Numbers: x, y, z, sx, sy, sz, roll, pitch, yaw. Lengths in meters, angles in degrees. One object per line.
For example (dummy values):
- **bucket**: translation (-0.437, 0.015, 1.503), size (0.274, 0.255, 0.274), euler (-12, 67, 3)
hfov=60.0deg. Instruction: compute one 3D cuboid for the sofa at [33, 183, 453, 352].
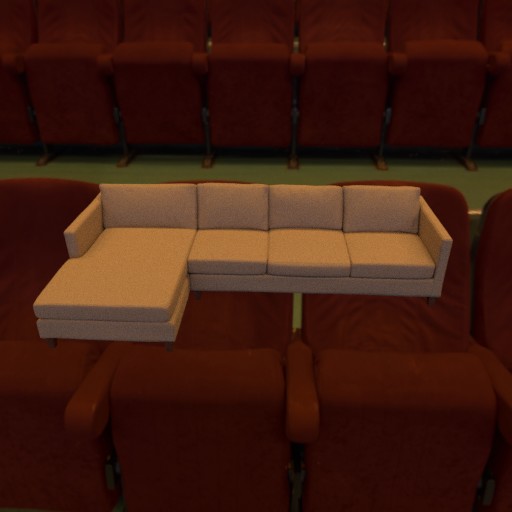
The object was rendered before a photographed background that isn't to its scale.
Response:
- **sofa**: translation (0.000, 0.000, 3.813), size (3.186, 0.846, 1.625), euler (1, 30, 2)
